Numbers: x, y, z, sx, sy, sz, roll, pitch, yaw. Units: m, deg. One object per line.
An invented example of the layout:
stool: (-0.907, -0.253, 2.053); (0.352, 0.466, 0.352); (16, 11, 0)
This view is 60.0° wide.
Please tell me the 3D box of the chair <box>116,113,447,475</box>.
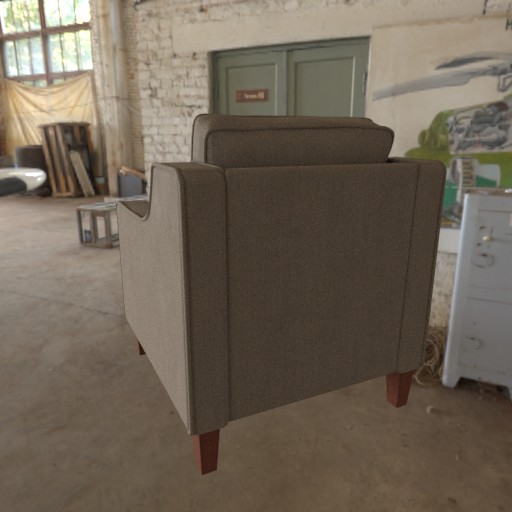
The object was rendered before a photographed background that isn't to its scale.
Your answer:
chair: (0.000, 0.000, 1.619); (0.831, 0.960, 0.909); (-7, 17, -26)
